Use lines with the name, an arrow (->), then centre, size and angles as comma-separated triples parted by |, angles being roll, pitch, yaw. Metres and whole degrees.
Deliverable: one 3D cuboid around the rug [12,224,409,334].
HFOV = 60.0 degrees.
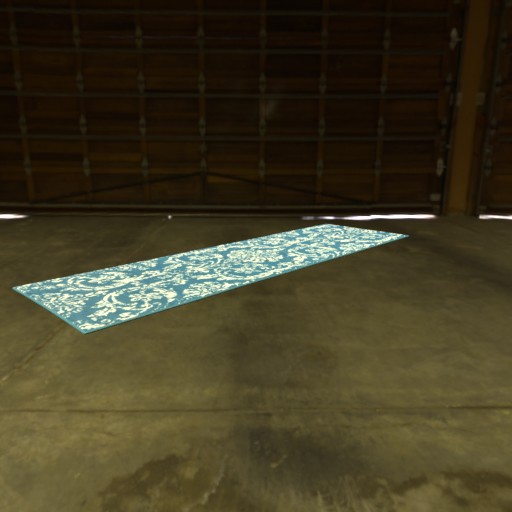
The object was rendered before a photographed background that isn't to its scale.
rug -> 0.000, 0.000, 2.361 | 0.662, 0.011, 2.196 | 13, 19, 43
